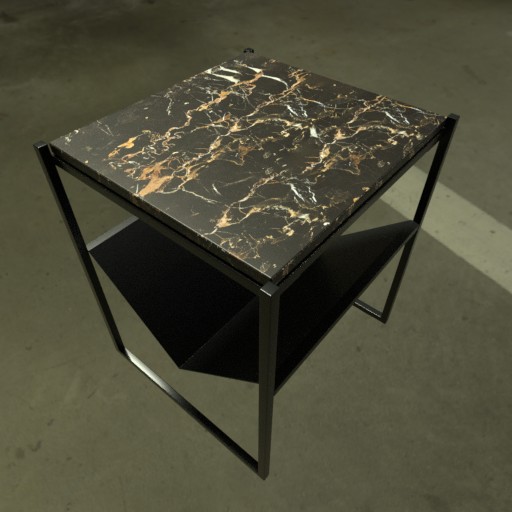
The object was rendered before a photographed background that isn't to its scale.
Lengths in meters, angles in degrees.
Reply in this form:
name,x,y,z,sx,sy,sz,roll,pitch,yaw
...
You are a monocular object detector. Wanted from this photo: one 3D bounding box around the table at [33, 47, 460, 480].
name,x,y,z,sx,sy,sz,roll,pitch,yaw
table,0.000,0.000,0.844,0.432,0.534,0.469,31,53,27
